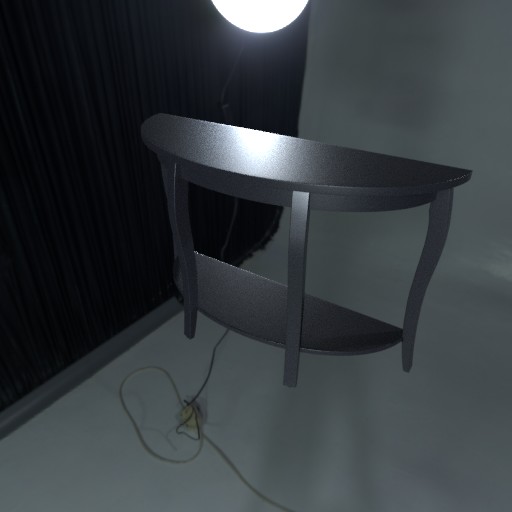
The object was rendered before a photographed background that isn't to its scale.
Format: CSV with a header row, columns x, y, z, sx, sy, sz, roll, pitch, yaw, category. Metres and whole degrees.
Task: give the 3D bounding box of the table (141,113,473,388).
x,y,z,sx,sy,sz,roll,pitch,yaw,category
0.000,0.000,1.611,1.219,0.780,0.394,19,36,28,table
